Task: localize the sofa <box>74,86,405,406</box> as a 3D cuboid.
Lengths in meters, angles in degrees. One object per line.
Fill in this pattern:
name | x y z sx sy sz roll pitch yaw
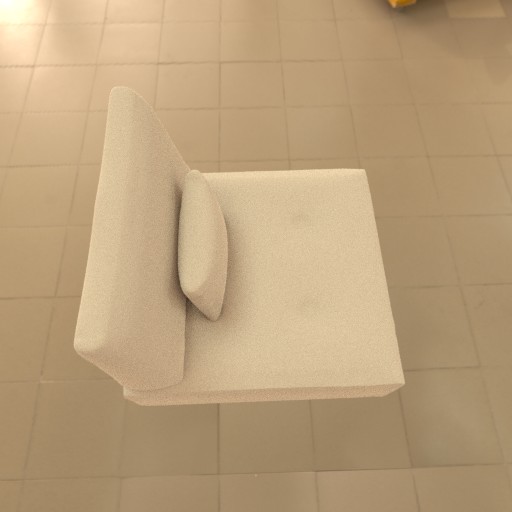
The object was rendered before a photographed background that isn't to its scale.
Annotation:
sofa | 0.000 0.000 1.634 1.000 0.828 0.935 -2 64 -1
